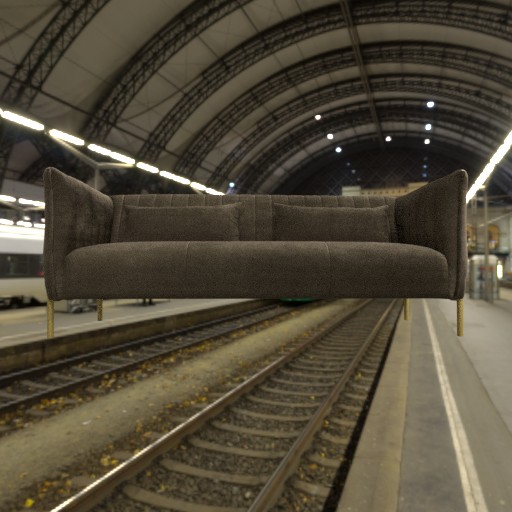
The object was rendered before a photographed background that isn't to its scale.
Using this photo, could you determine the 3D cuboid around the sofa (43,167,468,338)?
[{"bbox_3d":[0.000,0.000,2.406,1.980,0.780,0.876,0,-2,-1],"label":"sofa"}]
